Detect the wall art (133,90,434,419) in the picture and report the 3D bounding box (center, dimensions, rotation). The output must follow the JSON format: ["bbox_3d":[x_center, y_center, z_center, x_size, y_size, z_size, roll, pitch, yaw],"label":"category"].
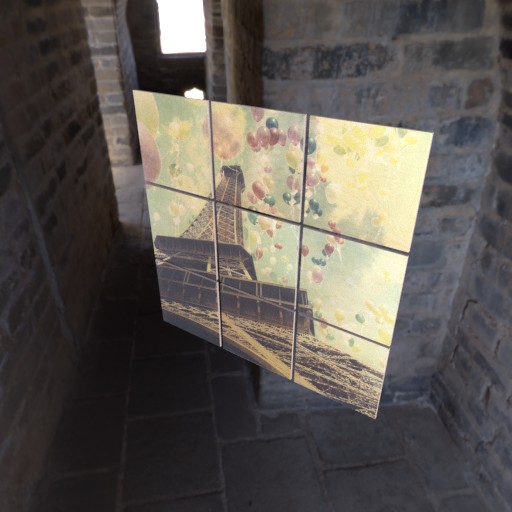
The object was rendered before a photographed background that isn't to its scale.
[{"bbox_3d":[0.000,0.000,1.873,1.219,1.218,0.013,18,35,28],"label":"wall art"}]
